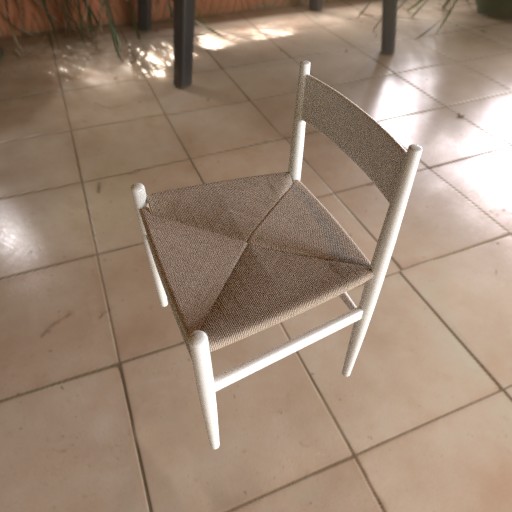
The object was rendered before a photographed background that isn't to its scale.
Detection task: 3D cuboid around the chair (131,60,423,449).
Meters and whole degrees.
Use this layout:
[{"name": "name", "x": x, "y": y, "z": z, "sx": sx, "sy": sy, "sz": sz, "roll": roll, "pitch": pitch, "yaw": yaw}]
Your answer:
[{"name": "chair", "x": 0.000, "y": 0.000, "z": 1.138, "sx": 0.495, "sy": 0.762, "sz": 0.556, "roll": -17, "pitch": 47, "yaw": -16}]
